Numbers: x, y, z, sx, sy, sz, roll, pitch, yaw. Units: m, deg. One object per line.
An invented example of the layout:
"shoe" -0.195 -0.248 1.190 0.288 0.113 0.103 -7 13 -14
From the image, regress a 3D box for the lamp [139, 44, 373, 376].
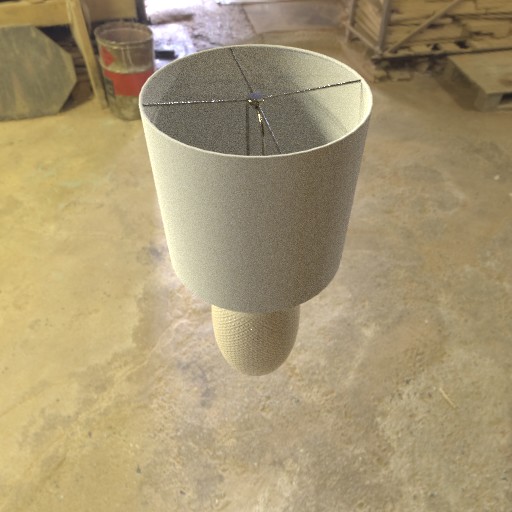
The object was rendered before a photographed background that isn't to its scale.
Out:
"lamp" 0.000 0.000 0.580 0.217 0.453 0.217 -10 48 -9
